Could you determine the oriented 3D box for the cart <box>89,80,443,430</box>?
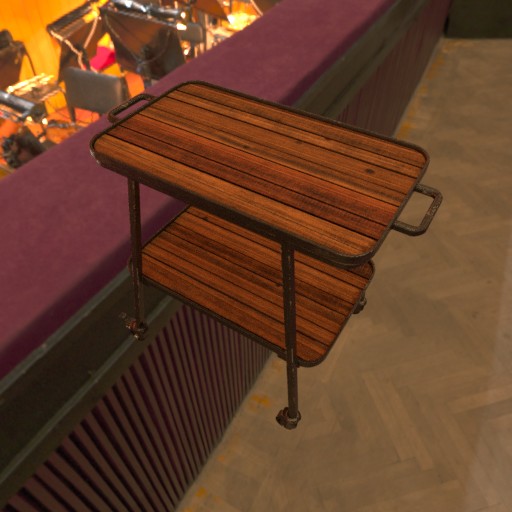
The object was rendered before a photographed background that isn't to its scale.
[{"bbox_3d":[0.000,0.000,1.241,0.806,0.700,0.515,24,51,21],"label":"cart"}]
